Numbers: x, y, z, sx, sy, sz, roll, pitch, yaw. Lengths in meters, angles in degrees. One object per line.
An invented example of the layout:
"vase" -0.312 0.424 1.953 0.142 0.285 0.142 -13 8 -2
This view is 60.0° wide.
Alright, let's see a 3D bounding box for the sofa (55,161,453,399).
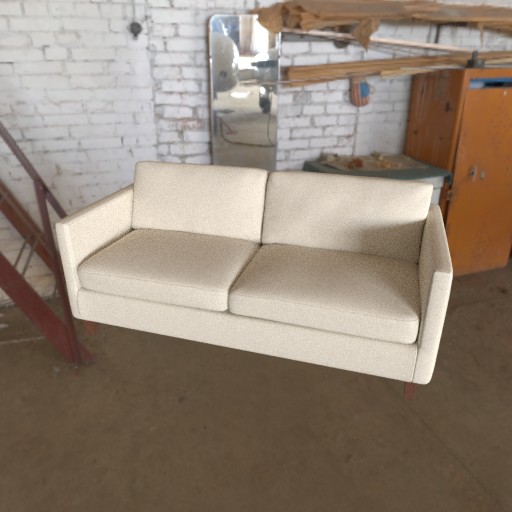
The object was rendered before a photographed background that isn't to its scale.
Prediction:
"sofa" 0.000 0.000 2.560 1.981 0.889 0.965 7 26 15
